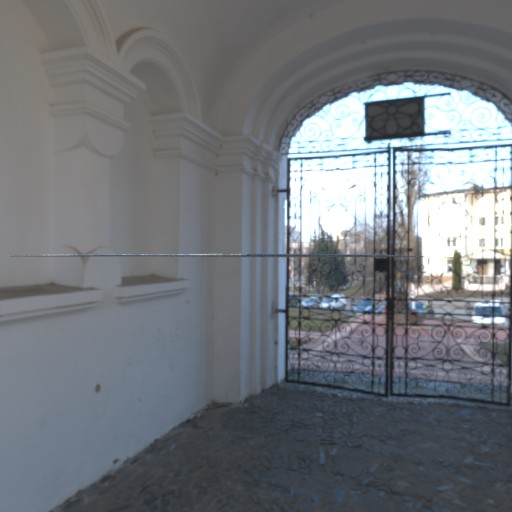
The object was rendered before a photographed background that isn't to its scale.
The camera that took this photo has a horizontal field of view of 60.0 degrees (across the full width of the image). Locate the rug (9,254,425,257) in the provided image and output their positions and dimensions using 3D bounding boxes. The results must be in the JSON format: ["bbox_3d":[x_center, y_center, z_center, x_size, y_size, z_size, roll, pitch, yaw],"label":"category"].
[{"bbox_3d":[0.000,0.000,2.111,1.135,0.010,1.740,0,0,35],"label":"rug"}]
